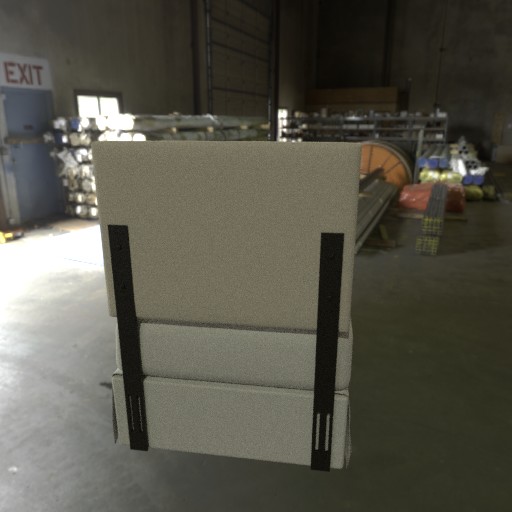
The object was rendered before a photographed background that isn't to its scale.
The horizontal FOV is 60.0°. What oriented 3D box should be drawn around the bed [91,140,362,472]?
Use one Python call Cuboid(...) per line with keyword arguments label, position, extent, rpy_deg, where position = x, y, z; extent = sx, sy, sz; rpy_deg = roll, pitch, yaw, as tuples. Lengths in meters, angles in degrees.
Cuboid(label="bed", position=(0.000, 0.000, 2.952), extent=(1.261, 1.571, 1.997), rpy_deg=(3, 17, 8))
